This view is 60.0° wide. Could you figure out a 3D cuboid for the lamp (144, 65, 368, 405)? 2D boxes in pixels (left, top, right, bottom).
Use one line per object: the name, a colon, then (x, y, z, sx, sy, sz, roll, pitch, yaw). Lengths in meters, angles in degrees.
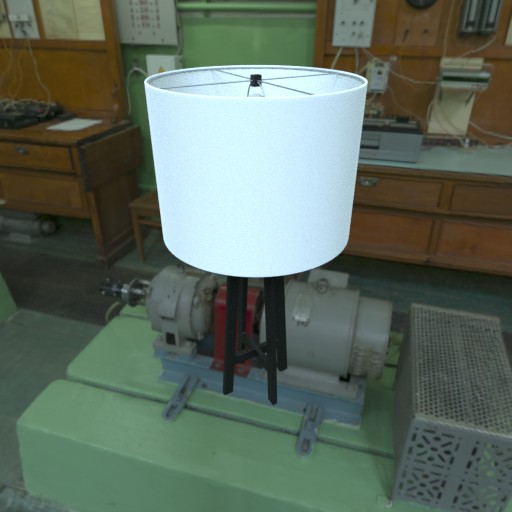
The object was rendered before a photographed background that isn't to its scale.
lamp: (0.000, 0.000, 0.641, 0.257, 0.489, 0.257, 8, 30, 13)
